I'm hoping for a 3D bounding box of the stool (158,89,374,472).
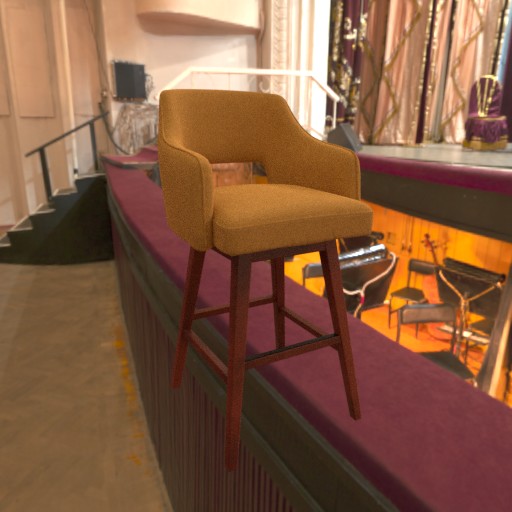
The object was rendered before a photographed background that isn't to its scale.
[{"bbox_3d":[0.000,0.000,1.391,0.548,1.012,0.558,-9,19,-28],"label":"stool"}]
